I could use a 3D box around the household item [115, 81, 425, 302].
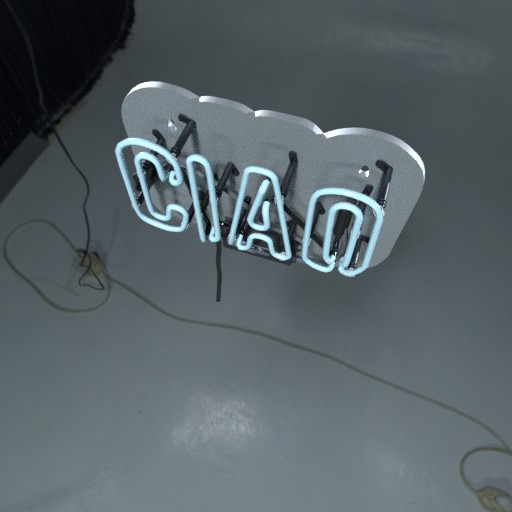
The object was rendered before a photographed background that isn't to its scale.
[{"bbox_3d":[0.000,0.000,0.387,0.211,0.294,0.042,16,61,9],"label":"household item"}]
